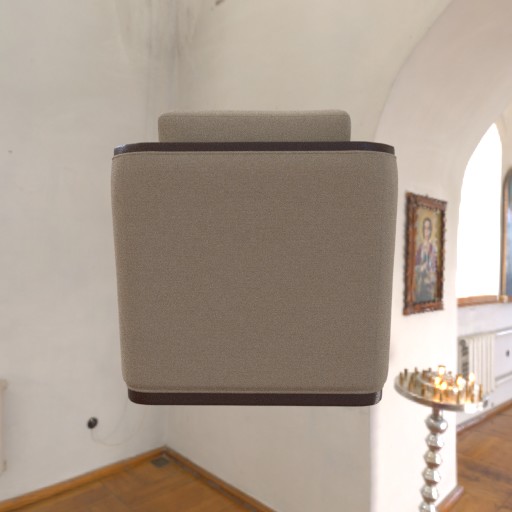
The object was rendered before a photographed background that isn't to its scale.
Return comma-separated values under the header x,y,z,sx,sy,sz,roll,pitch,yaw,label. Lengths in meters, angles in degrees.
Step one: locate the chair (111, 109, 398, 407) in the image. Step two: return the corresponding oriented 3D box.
x,y,z,sx,sy,sz,roll,pitch,yaw,label
0.000,0.000,1.680,0.870,0.930,0.950,0,1,1,chair
